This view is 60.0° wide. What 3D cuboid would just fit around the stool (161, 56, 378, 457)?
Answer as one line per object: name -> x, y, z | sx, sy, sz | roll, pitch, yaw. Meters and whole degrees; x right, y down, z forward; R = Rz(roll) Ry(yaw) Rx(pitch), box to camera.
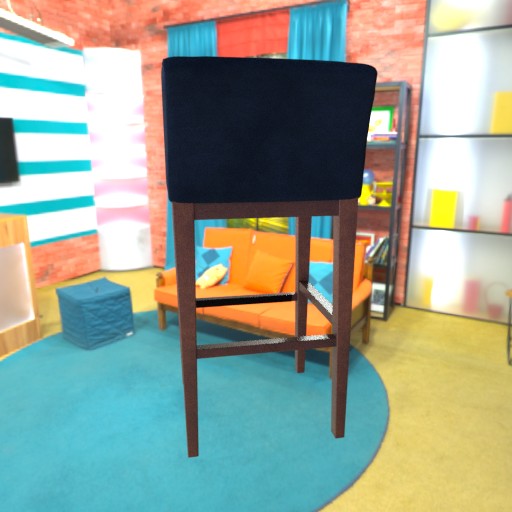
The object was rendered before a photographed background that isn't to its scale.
stool -> 0.000, 0.000, 1.339 | 0.511, 1.037, 0.500 | -3, 14, -11
